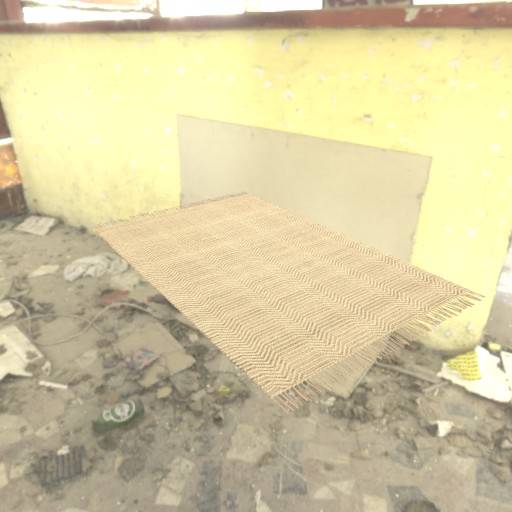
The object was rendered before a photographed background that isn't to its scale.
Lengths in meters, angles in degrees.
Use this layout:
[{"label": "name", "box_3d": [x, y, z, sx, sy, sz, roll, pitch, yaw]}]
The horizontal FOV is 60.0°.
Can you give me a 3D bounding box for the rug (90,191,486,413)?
[{"label": "rug", "box_3d": [0.000, 0.000, 2.483, 1.224, 0.027, 2.021, -18, 31, -32]}]
